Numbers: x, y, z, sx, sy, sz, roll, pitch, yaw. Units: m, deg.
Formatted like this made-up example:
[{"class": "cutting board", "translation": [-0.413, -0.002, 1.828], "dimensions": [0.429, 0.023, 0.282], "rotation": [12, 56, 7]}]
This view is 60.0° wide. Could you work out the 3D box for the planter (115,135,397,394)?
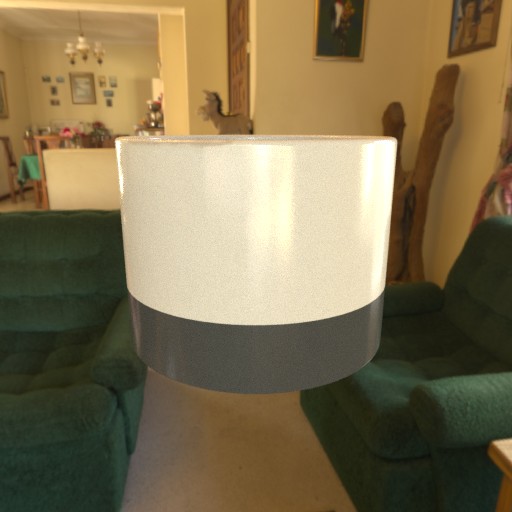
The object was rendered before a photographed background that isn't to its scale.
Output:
[{"class": "planter", "translation": [0.000, 0.000, 0.340], "dimensions": [0.193, 0.177, 0.193], "rotation": [0, 16, 0]}]
